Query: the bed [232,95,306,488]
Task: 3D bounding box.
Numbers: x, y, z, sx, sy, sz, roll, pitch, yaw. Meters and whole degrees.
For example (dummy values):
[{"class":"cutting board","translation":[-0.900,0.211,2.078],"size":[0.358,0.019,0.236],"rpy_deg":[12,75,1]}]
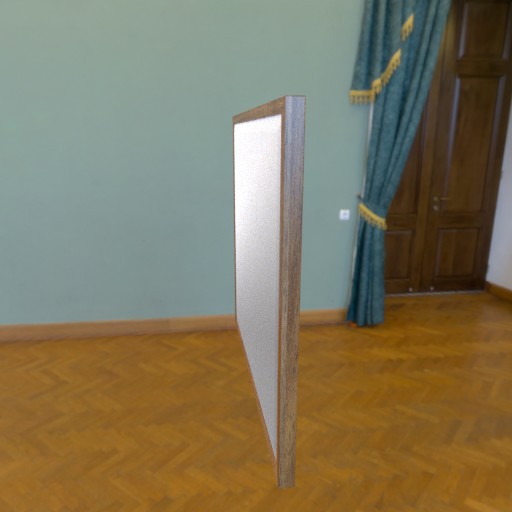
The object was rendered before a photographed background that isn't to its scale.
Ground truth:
[{"class":"bed","translation":[0.000,0.000,1.497],"size":[0.043,0.940,1.041],"rpy_deg":[-2,15,-8]}]
